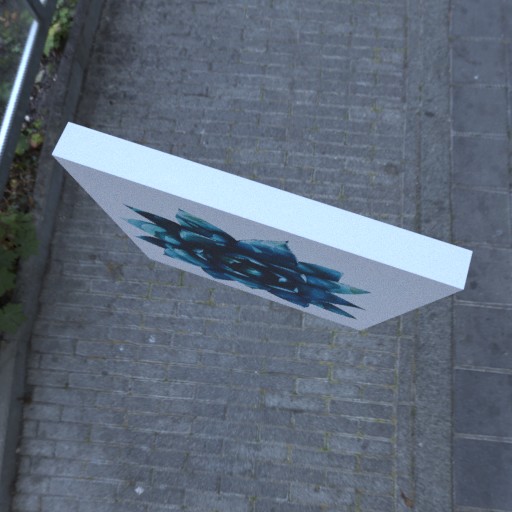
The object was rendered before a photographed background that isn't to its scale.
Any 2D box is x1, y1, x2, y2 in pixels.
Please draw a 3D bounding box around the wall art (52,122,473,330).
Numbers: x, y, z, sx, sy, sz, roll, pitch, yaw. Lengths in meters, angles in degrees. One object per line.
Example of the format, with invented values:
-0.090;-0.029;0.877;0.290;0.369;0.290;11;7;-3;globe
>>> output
0.000;0.000;0.614;0.406;0.406;0.038;18;76;5;wall art
